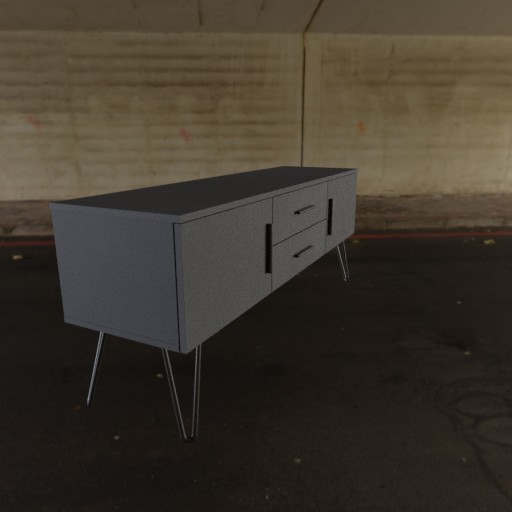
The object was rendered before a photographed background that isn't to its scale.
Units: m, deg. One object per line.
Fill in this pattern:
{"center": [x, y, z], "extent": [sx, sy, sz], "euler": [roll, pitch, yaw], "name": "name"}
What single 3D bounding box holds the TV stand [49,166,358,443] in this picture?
{"center": [0.000, 0.000, 1.652], "extent": [0.400, 0.560, 1.400], "euler": [8, 17, 26], "name": "TV stand"}
